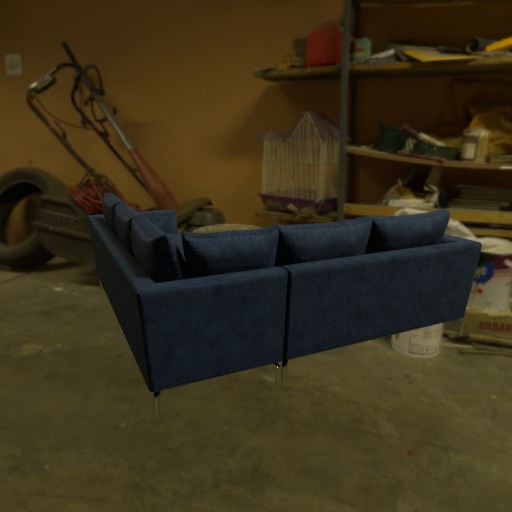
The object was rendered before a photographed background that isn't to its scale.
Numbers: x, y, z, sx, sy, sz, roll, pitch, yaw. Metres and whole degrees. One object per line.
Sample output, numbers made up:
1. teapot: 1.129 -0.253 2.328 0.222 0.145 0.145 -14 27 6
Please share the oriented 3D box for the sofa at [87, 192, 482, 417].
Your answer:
1. sofa: 0.000 0.000 3.823 2.472 0.988 2.463 -7 17 -25
